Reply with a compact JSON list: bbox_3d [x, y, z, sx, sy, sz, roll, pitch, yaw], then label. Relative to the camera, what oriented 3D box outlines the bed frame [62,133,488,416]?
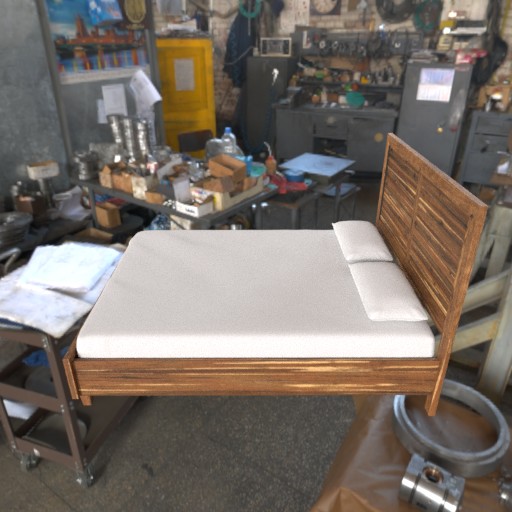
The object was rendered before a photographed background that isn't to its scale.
[{"bbox_3d":[0.000,0.000,3.243,2.276,1.417,1.696,0,27,0],"label":"bed frame"}]
